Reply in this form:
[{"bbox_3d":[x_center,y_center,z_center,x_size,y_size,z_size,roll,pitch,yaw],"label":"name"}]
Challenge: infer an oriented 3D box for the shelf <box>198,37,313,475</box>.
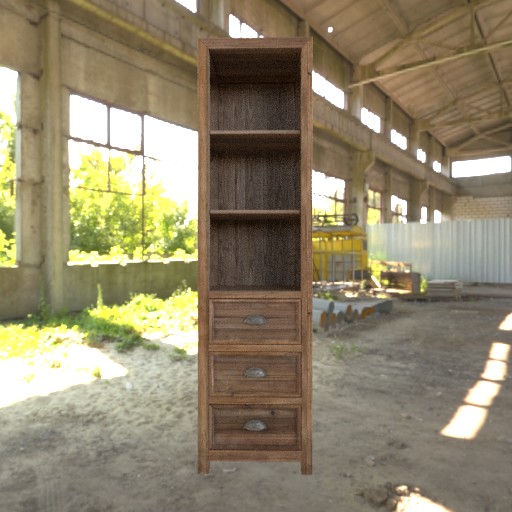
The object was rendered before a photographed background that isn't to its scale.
[{"bbox_3d":[0.000,0.000,2.133,0.500,1.900,0.428,0,0,1],"label":"shelf"}]
